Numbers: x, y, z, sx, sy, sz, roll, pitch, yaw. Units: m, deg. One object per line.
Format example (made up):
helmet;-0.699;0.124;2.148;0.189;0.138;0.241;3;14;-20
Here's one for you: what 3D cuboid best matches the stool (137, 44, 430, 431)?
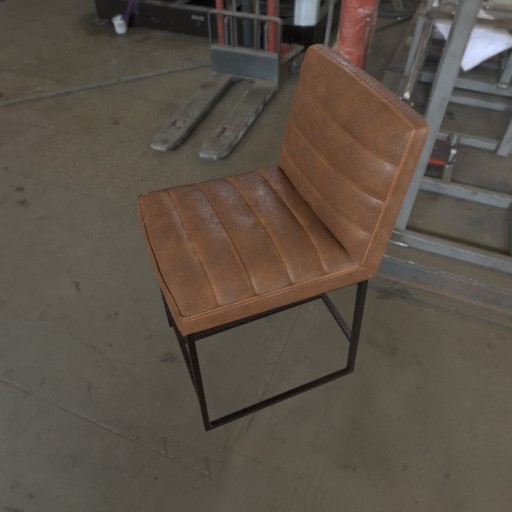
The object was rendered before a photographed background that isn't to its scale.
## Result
stool;0.000;0.000;1.238;0.562;0.942;0.463;-17;49;-16
